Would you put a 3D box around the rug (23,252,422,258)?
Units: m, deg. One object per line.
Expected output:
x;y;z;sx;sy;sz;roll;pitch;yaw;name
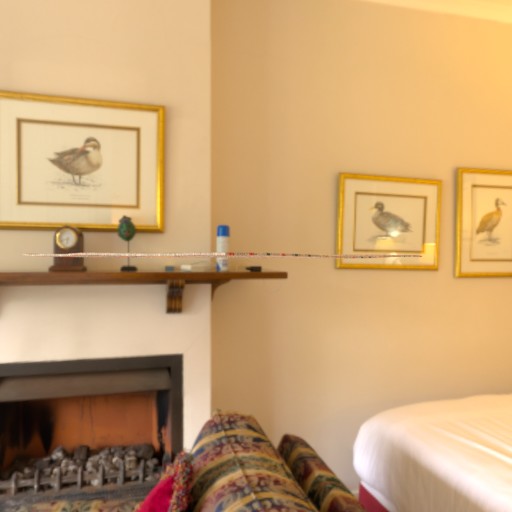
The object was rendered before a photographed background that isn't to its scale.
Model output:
0.000;0.000;3.056;1.537;0.029;2.439;0;0;37;rug
